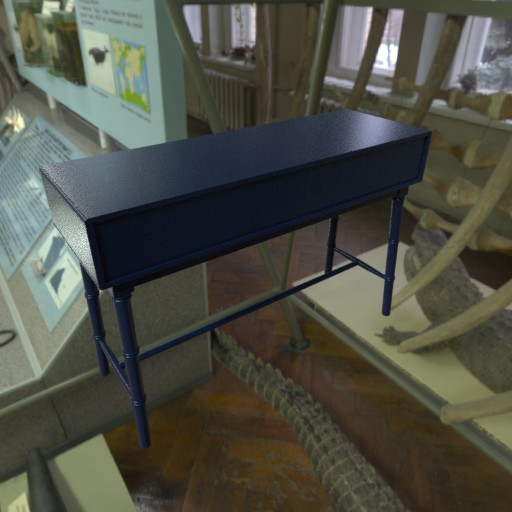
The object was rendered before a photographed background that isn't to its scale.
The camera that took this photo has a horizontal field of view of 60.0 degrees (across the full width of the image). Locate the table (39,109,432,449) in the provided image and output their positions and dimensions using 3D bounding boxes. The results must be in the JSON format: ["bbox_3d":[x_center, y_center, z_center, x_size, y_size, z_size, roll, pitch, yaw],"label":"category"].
[{"bbox_3d":[0.000,0.000,1.484,1.118,0.749,0.399,-20,36,-30],"label":"table"}]
